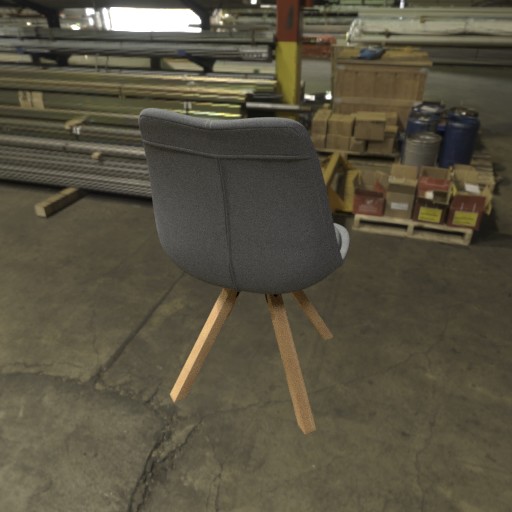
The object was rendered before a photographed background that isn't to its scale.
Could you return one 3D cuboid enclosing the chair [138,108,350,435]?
[{"bbox_3d":[0.000,0.000,1.183,0.474,0.863,0.549,9,33,14],"label":"chair"}]
